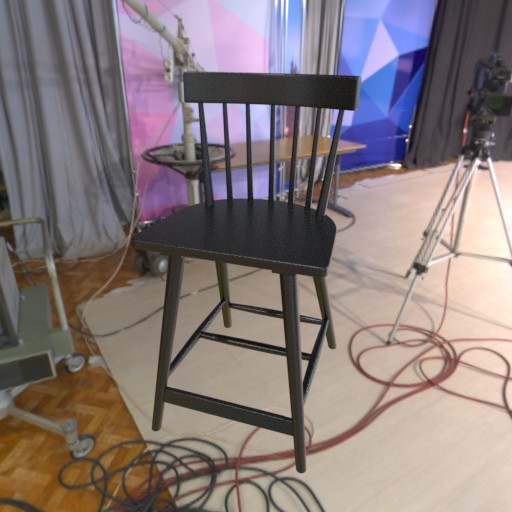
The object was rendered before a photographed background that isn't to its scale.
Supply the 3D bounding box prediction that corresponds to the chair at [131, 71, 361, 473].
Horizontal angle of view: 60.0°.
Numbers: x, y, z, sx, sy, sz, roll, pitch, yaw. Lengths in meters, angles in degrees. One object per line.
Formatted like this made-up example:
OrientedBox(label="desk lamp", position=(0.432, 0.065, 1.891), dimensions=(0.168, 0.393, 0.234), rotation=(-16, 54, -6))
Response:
OrientedBox(label="chair", position=(0.000, 0.000, 1.263), dimensions=(0.483, 0.952, 0.572), rotation=(9, 28, 17))
